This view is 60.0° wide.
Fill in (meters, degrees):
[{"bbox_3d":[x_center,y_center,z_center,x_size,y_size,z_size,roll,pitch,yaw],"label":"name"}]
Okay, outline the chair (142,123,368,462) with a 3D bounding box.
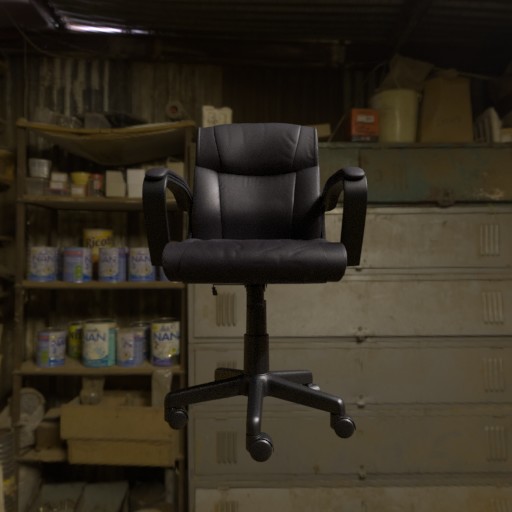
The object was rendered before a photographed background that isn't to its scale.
[{"bbox_3d":[0.000,0.000,1.387,0.576,0.998,0.641,0,0,1],"label":"chair"}]
